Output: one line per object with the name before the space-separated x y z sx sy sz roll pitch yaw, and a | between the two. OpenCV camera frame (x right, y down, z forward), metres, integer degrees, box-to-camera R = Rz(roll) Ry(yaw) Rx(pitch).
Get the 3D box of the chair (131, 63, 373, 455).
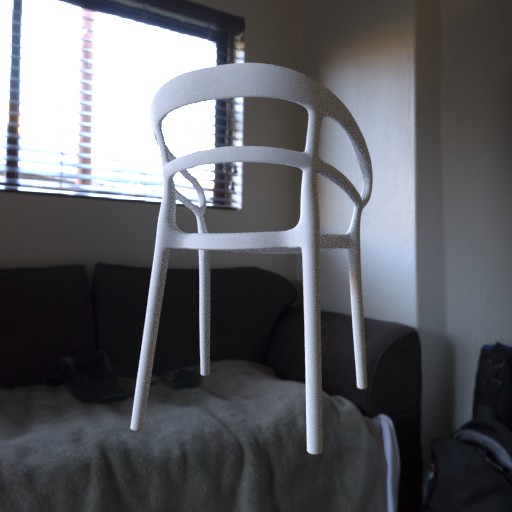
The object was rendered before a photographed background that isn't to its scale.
chair | 0.000 0.000 1.136 0.559 0.761 0.527 0 -1 18
